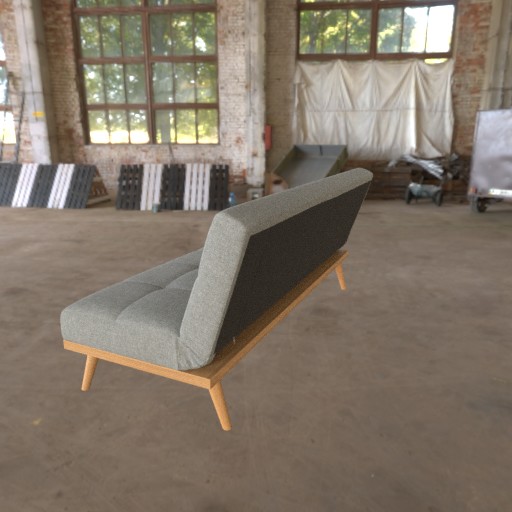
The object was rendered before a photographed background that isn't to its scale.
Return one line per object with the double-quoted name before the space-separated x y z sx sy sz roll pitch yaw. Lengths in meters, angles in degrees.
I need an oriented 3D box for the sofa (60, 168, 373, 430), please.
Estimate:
"sofa" 0.000 0.000 2.278 0.800 0.800 1.820 7 17 25
